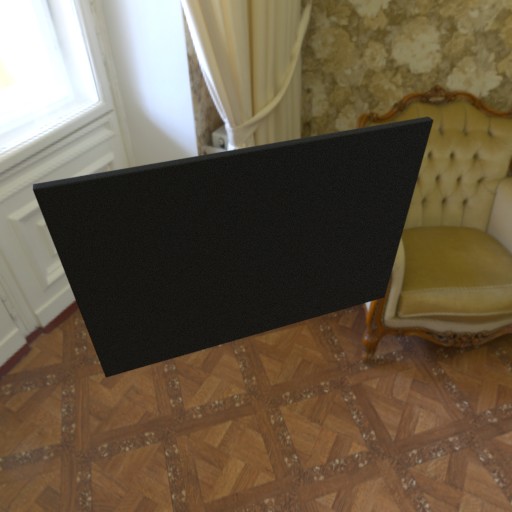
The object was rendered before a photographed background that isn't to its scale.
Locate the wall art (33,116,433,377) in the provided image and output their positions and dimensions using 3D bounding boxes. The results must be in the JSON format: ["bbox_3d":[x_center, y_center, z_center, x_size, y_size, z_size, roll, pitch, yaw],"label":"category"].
[{"bbox_3d":[0.000,0.000,1.240,0.964,0.659,0.049,-12,43,-14],"label":"wall art"}]
